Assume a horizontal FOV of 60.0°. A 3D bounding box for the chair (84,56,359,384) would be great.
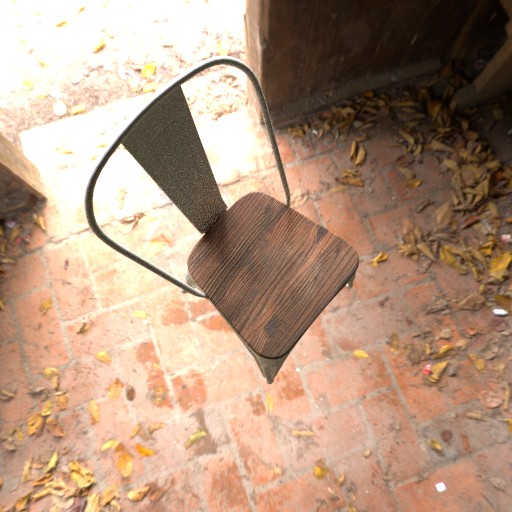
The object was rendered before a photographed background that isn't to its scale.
[{"bbox_3d":[0.000,0.000,1.143,0.521,0.851,0.452,40,80,9],"label":"chair"}]
